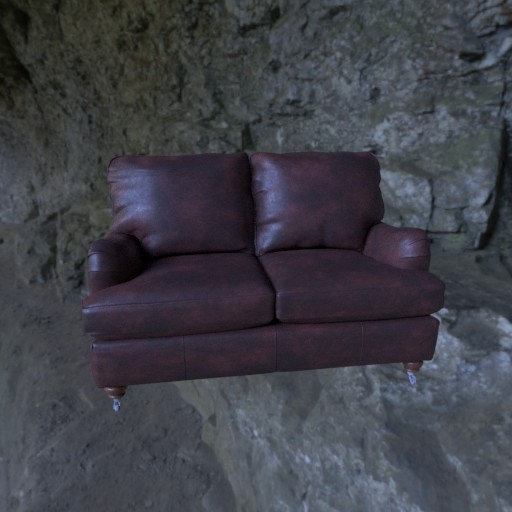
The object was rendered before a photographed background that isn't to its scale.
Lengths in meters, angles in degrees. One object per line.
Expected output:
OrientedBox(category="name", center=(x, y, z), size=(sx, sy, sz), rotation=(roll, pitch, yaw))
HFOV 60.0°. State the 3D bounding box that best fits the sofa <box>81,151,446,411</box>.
OrientedBox(category="sofa", center=(0.000, 0.000, 2.400), size=(1.628, 1.070, 1.148), rotation=(-3, 18, -8))
